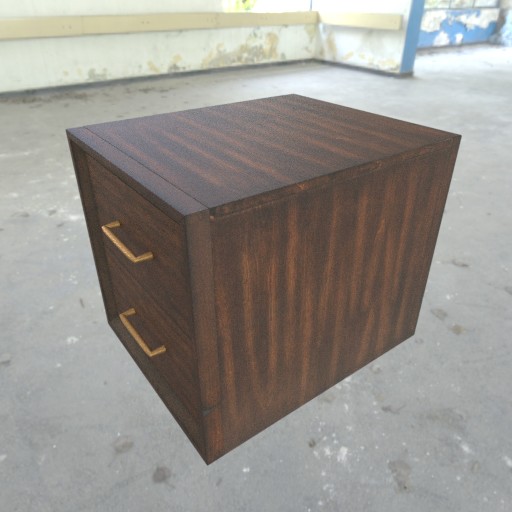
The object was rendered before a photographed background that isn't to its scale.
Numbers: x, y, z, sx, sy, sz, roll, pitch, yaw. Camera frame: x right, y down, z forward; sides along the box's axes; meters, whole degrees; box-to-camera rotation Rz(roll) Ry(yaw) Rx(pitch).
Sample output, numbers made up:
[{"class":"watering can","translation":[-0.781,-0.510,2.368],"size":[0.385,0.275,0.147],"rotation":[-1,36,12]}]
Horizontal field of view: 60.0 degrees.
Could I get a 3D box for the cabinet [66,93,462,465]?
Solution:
[{"class":"cabinet","translation":[0.000,0.000,0.817],"size":[0.500,0.455,0.402],"rotation":[-21,37,-31]}]
